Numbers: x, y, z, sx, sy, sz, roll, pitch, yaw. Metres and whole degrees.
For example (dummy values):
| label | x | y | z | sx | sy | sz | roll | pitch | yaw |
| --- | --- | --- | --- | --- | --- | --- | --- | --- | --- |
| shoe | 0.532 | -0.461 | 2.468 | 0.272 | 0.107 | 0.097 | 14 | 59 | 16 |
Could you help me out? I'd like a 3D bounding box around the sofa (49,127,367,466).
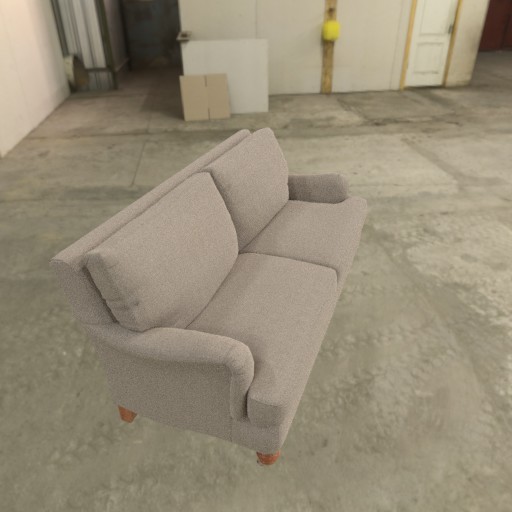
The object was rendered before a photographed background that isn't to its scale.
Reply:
| label | x | y | z | sx | sy | sz | roll | pitch | yaw |
| --- | --- | --- | --- | --- | --- | --- | --- | --- | --- |
| sofa | 0.000 | 0.000 | 2.757 | 1.087 | 1.054 | 2.160 | 12 | 34 | 18 |
